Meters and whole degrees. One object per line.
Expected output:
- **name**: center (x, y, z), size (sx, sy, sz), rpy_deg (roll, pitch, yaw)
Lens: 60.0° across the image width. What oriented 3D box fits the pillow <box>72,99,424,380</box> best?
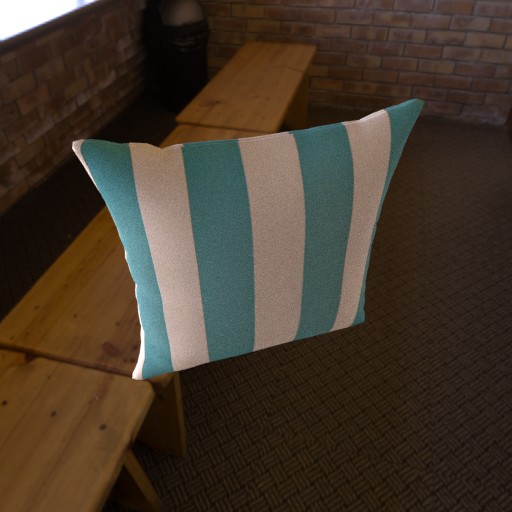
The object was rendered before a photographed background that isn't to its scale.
- **pillow**: center (0.000, 0.000, 0.804), size (0.536, 0.526, 0.189), rpy_deg (-12, 43, -13)
